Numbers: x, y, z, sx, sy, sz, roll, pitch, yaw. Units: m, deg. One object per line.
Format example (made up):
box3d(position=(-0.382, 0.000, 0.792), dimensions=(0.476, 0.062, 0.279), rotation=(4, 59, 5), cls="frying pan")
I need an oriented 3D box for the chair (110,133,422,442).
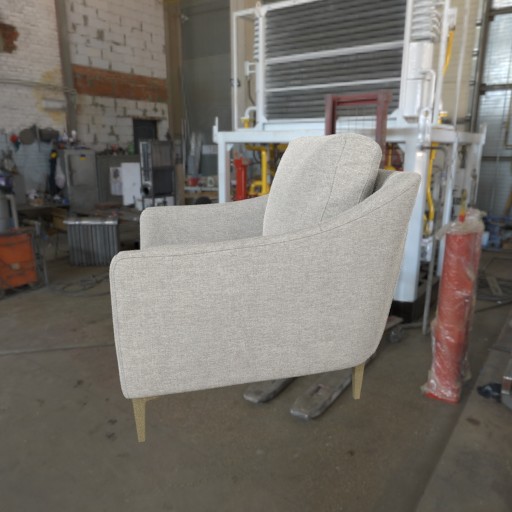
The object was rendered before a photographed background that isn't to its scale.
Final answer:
box3d(position=(0.000, 0.000, 1.709), dimensions=(0.961, 0.902, 0.986), rotation=(-2, 14, -9), cls="chair")
